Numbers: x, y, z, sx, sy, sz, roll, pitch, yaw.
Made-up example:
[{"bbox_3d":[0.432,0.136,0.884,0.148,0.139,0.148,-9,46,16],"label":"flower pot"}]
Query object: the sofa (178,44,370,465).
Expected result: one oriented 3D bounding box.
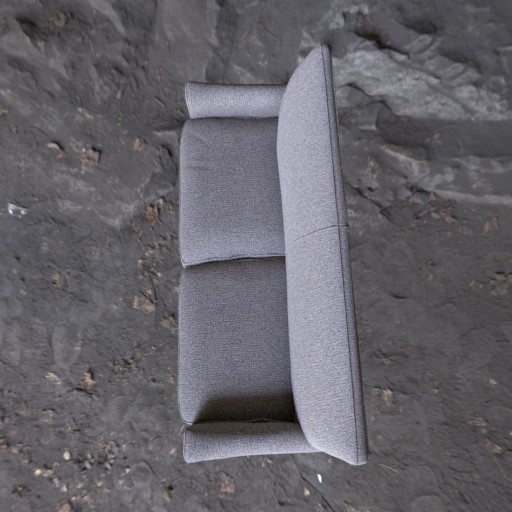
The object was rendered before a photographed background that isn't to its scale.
[{"bbox_3d":[0.000,0.000,2.448,0.854,0.942,2.026,-2,75,-1],"label":"sofa"}]
